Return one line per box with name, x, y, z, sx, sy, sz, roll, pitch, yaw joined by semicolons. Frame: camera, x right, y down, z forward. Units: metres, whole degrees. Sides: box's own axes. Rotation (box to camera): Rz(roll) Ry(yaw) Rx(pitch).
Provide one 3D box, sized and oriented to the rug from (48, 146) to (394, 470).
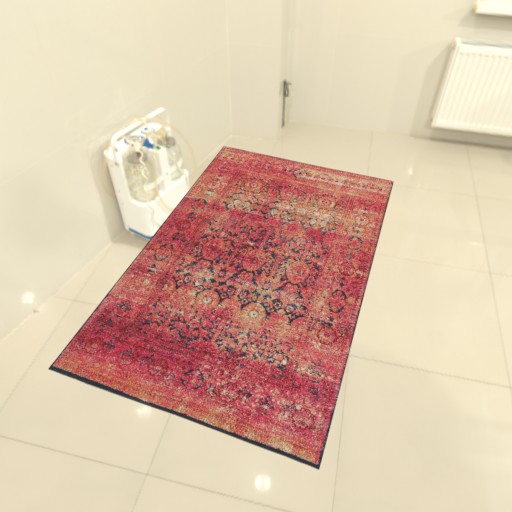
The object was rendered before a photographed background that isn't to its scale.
rug;0.000;0.000;3.064;1.539;0.018;2.449;15;47;14
